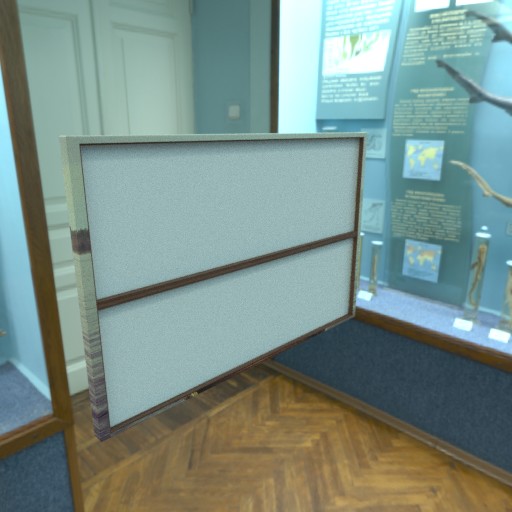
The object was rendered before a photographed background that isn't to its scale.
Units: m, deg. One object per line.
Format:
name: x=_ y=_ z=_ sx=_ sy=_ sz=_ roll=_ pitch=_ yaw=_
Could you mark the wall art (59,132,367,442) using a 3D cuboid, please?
wall art: x=0.000 y=0.000 z=1.434 sx=1.149 sy=0.765 sz=0.040 roll=-15 pitch=22 yaw=-42
